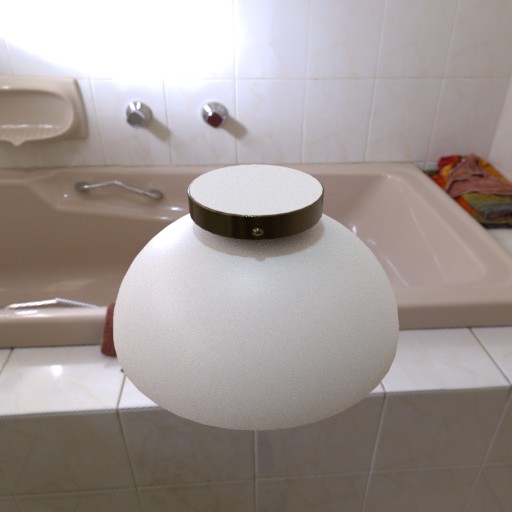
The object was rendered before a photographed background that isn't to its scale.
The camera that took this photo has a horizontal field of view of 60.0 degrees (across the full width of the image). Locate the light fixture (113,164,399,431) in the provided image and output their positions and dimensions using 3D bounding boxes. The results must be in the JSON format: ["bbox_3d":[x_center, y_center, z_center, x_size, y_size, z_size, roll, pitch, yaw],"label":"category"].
[{"bbox_3d":[0.000,0.000,0.530,0.355,0.177,0.355,0,31,0],"label":"light fixture"}]
